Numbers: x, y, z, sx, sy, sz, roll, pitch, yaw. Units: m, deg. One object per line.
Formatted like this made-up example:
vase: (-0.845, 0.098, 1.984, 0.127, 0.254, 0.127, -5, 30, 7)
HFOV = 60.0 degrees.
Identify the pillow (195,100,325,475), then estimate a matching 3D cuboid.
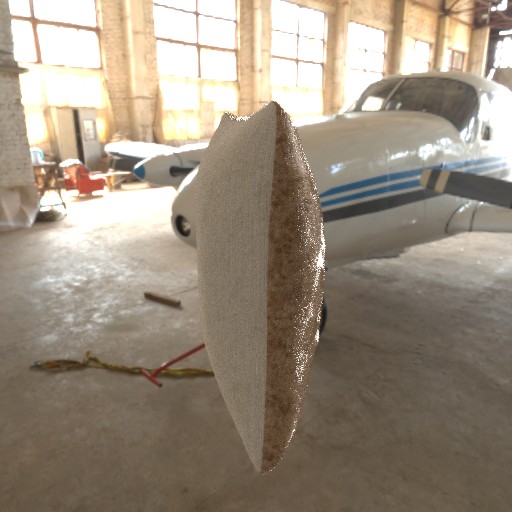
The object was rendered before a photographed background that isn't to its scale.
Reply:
pillow: (0.000, 0.000, 0.817, 0.216, 0.525, 0.538, -3, 17, -9)
